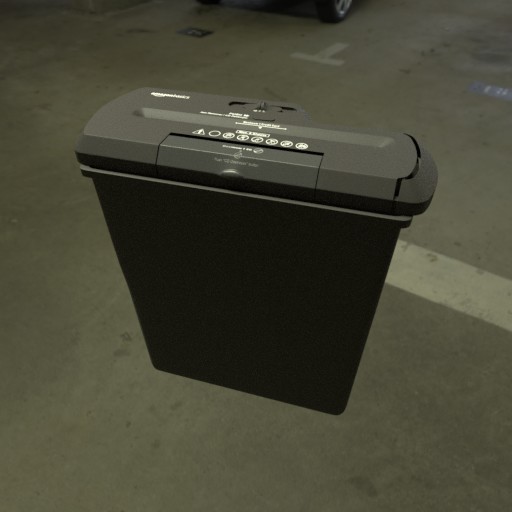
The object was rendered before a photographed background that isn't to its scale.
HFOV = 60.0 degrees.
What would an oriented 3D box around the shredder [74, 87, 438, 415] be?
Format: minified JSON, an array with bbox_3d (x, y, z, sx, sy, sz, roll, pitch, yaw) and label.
[{"bbox_3d":[0.000,0.000,0.508,0.320,0.335,0.170,11,42,12],"label":"shredder"}]
